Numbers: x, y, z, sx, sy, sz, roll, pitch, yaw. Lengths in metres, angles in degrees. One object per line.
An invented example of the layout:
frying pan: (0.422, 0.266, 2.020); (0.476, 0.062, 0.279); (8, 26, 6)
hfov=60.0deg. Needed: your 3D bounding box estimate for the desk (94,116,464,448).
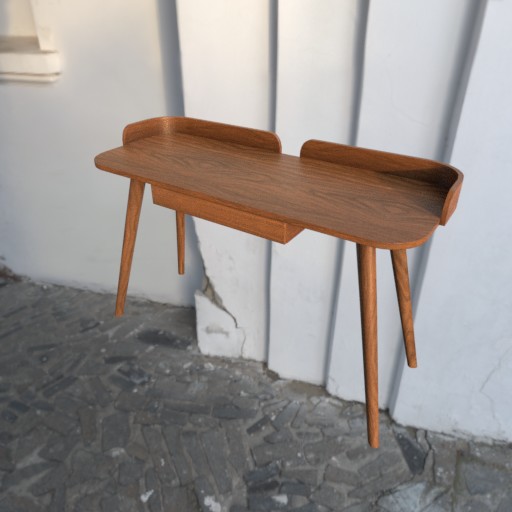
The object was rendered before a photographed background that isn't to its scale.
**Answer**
desk: (0.000, 0.000, 1.674); (1.256, 0.800, 0.486); (19, 35, 28)
